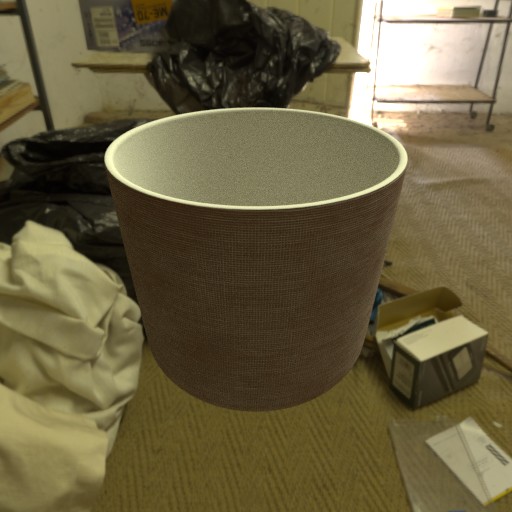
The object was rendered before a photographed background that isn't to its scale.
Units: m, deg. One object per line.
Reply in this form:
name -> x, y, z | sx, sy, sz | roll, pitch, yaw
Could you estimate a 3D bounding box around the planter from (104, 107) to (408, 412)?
planter -> 0.000, 0.000, 0.773 | 0.440, 0.398, 0.440 | 0, 32, 0
